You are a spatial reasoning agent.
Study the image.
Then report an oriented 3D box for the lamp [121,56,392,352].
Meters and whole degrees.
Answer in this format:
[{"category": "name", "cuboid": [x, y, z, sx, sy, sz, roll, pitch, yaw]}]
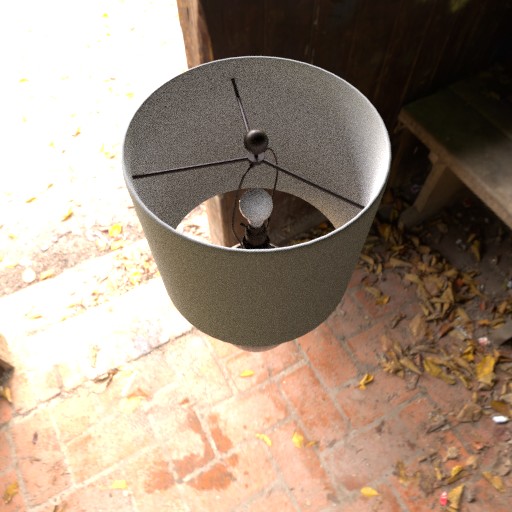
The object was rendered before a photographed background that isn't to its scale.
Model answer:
[{"category": "lamp", "cuboid": [0.000, 0.000, 0.773, 0.329, 0.570, 0.329, 29, 63, 16]}]
